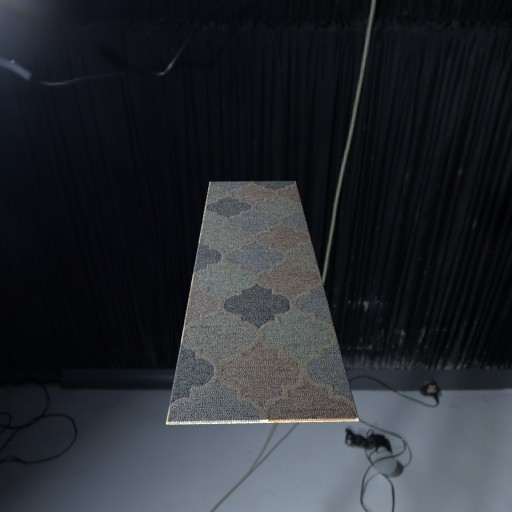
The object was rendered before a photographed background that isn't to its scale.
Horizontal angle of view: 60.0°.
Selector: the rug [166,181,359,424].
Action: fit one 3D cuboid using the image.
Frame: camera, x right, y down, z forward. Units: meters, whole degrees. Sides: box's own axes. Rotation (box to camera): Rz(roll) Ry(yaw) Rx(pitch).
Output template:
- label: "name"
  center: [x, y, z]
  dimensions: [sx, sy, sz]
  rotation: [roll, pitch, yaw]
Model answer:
- label: "rug"
  center: [0.000, 0.000, 2.554]
  dimensions: [0.687, 0.011, 2.287]
  rotation: [-1, 31, -1]
